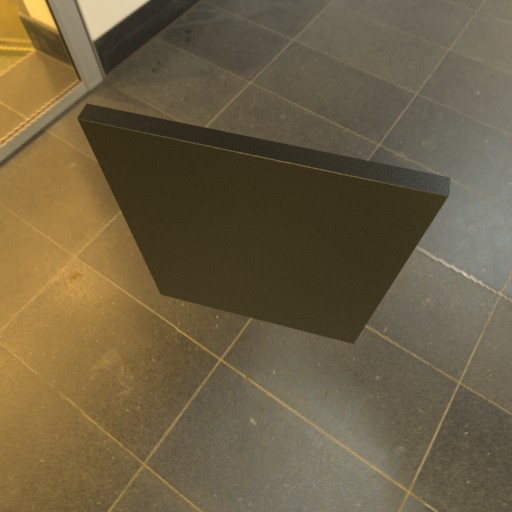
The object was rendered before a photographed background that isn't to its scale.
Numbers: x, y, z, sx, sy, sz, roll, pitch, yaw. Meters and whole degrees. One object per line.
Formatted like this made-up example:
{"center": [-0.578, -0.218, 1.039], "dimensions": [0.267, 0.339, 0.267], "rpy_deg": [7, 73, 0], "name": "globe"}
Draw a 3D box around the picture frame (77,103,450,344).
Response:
{"center": [0.000, 0.000, 0.782], "dimensions": [0.460, 0.556, 0.028], "rpy_deg": [13, 62, 7], "name": "picture frame"}
